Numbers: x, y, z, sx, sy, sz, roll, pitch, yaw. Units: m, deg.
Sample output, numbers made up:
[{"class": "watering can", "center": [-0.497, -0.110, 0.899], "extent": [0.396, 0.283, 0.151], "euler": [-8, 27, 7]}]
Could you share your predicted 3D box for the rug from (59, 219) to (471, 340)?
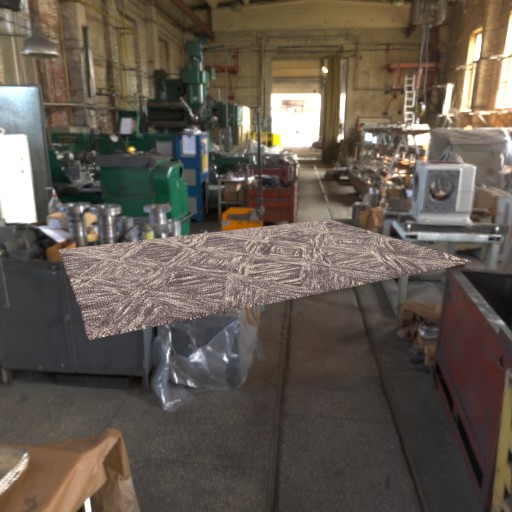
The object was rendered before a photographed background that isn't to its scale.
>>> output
[{"class": "rug", "center": [0.000, 0.000, 2.308], "extent": [1.814, 0.012, 1.186], "euler": [-8, 18, -26]}]
